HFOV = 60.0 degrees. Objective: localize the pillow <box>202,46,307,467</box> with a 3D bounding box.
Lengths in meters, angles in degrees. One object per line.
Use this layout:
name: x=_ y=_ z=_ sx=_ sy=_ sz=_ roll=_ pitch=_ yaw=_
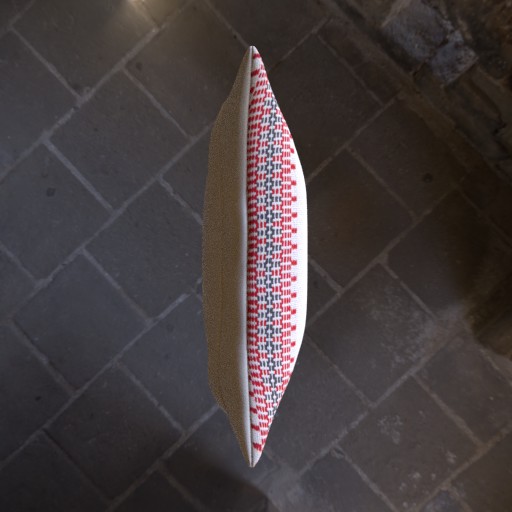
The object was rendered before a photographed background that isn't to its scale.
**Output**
pillow: x=0.000 y=0.000 z=0.710 sx=0.160 sy=0.454 sz=0.463 roll=0 pitch=91 yaw=0
